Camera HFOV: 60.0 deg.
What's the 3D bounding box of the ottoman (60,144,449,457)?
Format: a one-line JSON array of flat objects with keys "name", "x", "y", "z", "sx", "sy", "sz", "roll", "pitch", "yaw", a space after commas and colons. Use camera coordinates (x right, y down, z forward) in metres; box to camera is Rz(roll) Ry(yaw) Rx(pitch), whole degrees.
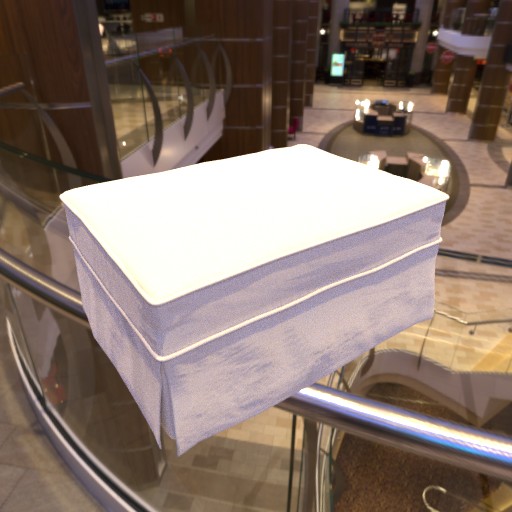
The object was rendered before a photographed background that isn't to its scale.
[{"name": "ottoman", "x": 0.000, "y": 0.000, "z": 1.331, "sx": 0.944, "sy": 0.479, "sz": 0.703, "roll": -19, "pitch": 35, "yaw": -30}]
